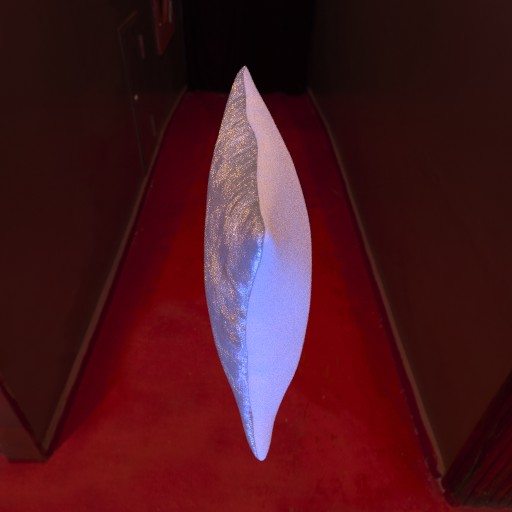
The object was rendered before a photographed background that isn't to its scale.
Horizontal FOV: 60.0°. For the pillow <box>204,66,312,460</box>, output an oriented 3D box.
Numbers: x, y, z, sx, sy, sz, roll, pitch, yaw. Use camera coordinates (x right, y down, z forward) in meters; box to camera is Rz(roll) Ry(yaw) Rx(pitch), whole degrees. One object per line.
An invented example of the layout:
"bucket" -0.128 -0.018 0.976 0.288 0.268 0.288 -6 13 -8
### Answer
"pillow" 0.000 0.000 0.734 0.175 0.464 0.470 -1 41 -2
